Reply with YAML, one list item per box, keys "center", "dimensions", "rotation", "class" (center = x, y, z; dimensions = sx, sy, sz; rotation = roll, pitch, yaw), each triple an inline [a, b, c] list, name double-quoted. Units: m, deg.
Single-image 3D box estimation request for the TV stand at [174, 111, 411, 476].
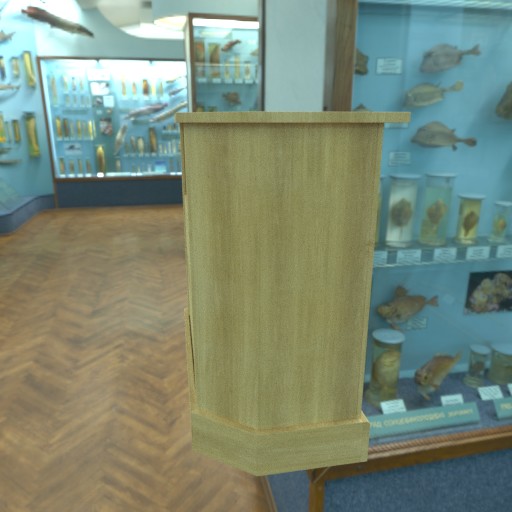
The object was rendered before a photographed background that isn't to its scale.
- center: [0.000, 0.000, 1.292]
  dimensions: [0.425, 0.781, 0.851]
  rotation: [-3, 17, -10]
  class: "TV stand"
